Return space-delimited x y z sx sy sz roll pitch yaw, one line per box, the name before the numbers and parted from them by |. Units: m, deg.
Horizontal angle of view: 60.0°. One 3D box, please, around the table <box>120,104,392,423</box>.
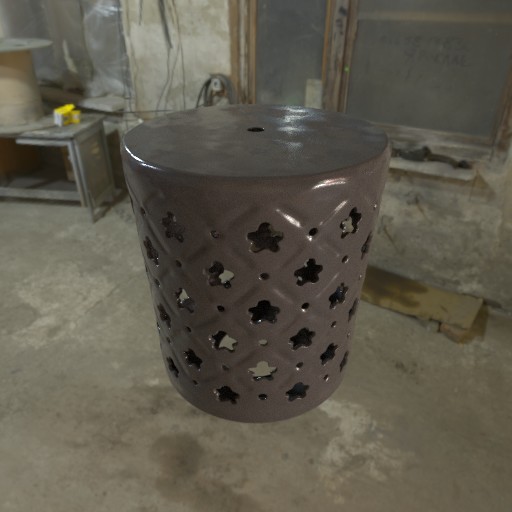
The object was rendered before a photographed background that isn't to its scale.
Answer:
table | 0.000 0.000 0.681 0.352 0.387 0.352 0 31 0
